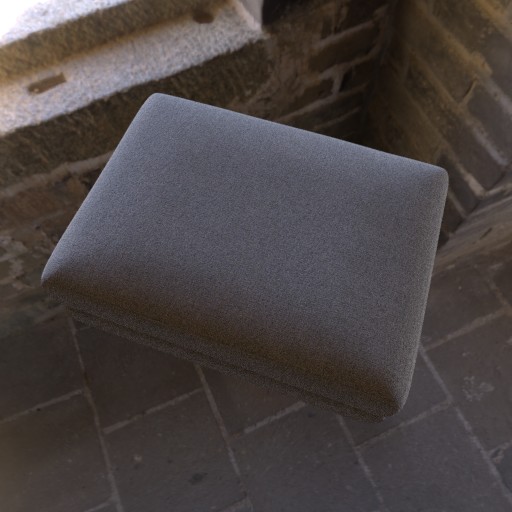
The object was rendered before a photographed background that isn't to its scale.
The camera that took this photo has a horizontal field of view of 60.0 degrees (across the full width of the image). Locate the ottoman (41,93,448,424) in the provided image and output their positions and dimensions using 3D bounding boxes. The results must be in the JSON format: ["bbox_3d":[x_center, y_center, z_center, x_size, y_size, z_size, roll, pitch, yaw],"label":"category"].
[{"bbox_3d":[0.000,0.000,1.178,0.821,0.441,0.611,17,65,8],"label":"ottoman"}]
